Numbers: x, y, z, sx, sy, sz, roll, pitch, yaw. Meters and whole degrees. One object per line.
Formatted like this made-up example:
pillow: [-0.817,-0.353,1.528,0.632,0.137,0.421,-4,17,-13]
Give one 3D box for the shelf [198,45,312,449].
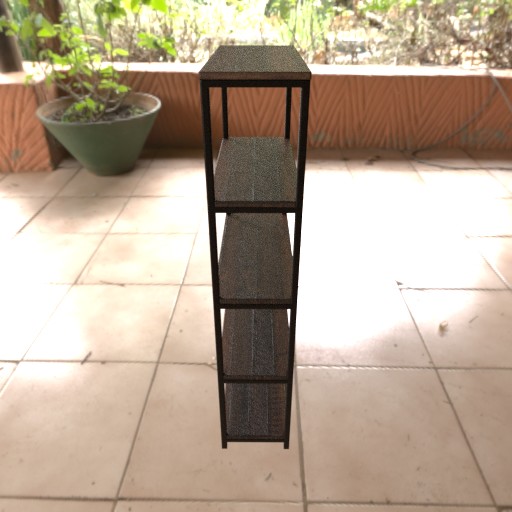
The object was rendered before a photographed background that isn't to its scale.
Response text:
shelf: [0.000,0.000,2.248,0.359,1.860,0.874,0,30,0]
